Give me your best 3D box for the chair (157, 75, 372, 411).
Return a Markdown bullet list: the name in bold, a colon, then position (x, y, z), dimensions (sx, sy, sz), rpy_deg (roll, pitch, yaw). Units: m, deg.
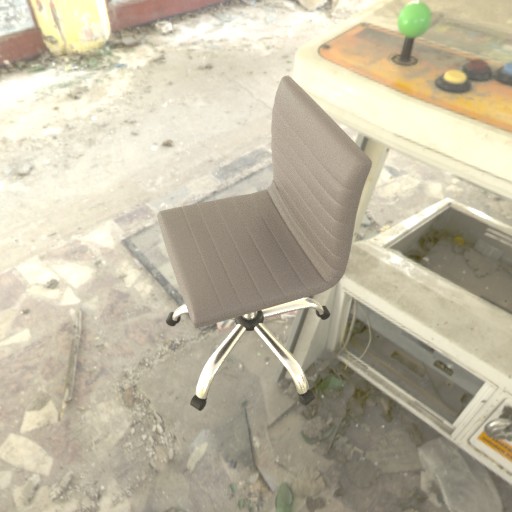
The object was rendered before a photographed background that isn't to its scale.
- **chair**: position (0.000, 0.000, 1.181), dimensions (0.530, 0.780, 0.556), rpy_deg (-15, 48, -14)
